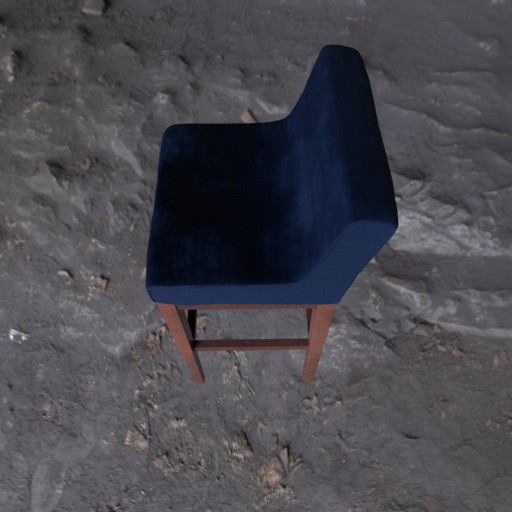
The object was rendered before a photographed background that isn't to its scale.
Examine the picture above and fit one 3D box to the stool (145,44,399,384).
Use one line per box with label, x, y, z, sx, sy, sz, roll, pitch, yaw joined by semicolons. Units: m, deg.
stool;0.000;0.000;1.307;0.500;1.037;0.511;-1;59;-1
